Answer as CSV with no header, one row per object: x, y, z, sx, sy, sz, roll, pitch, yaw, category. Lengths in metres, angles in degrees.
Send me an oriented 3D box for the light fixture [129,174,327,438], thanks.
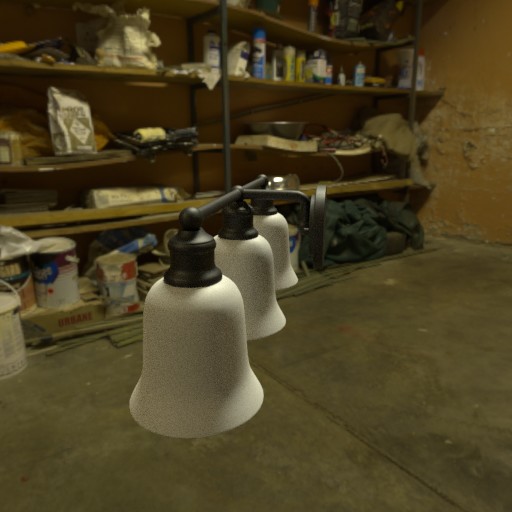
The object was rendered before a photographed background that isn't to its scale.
0.000,0.000,0.658,0.198,0.211,0.570,3,15,10,light fixture
